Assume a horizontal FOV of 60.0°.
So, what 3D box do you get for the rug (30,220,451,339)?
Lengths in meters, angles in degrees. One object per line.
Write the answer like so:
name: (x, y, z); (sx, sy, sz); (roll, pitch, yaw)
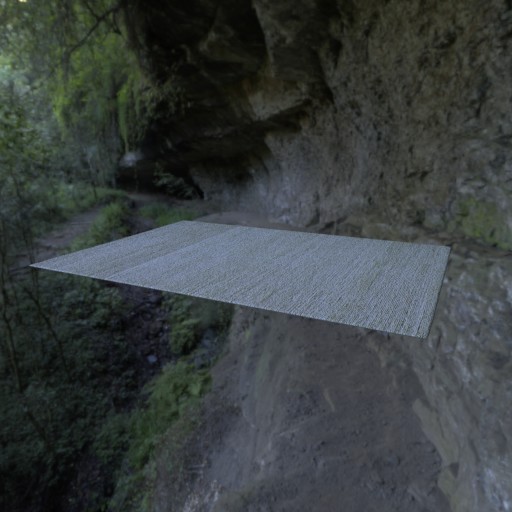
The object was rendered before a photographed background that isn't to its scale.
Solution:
rug: (0.000, 0.000, 5.014); (3.935, 0.025, 2.782); (7, 17, 25)
